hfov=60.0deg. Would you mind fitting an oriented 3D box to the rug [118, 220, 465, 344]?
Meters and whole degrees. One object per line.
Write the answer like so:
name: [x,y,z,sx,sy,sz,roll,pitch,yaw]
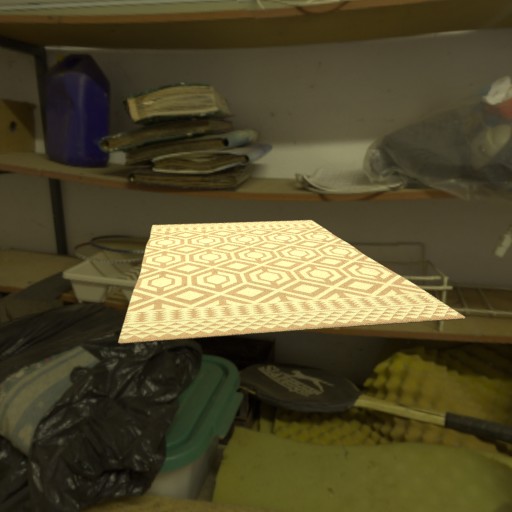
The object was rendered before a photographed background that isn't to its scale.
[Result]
rug: [0.000,0.000,3.039,1.526,0.011,2.435,-3,15,-9]
